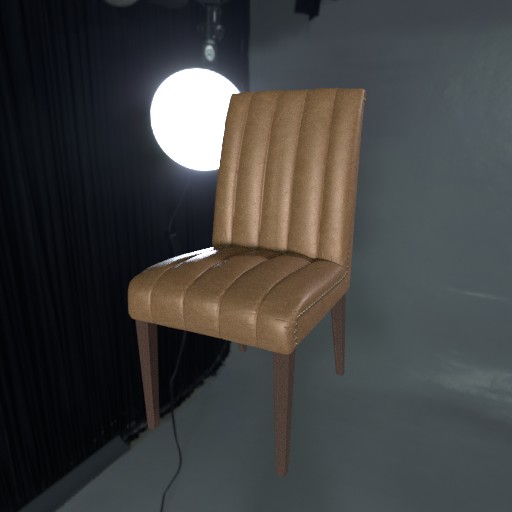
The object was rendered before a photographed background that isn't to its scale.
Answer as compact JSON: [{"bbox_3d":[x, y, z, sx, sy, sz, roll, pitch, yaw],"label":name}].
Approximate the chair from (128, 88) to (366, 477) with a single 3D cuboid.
[{"bbox_3d":[0.000,0.000,1.373,0.511,1.016,0.647,8,17,26],"label":"chair"}]
